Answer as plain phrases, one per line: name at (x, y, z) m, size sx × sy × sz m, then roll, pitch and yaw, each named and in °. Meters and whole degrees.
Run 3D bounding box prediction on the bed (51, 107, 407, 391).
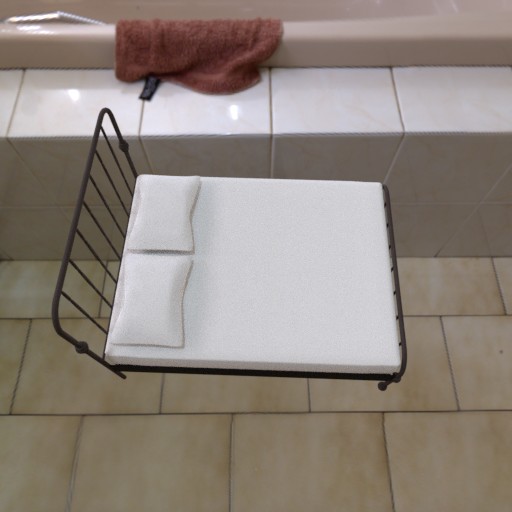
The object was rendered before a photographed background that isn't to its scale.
bed at (0.000, 0.000, 3.223) m, size 2.134 × 1.446 × 1.616 m, roll 2°, pitch 64°, yaw 1°
